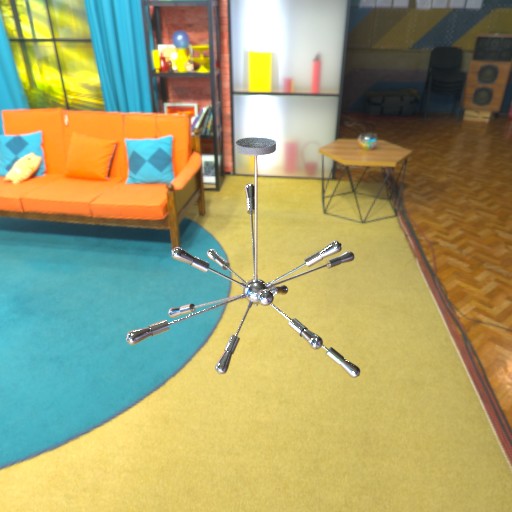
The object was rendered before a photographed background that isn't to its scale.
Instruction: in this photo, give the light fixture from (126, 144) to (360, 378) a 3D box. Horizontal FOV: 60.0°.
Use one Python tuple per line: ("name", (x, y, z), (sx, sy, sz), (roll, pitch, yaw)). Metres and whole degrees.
("light fixture", (0.000, 0.000, 1.085), (0.684, 0.558, 0.509), (-18, 34, -29))
